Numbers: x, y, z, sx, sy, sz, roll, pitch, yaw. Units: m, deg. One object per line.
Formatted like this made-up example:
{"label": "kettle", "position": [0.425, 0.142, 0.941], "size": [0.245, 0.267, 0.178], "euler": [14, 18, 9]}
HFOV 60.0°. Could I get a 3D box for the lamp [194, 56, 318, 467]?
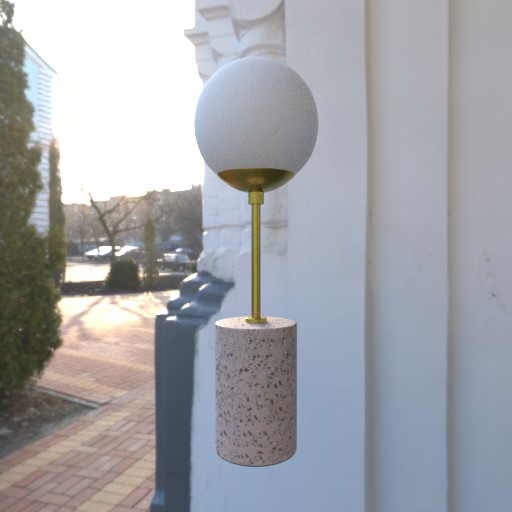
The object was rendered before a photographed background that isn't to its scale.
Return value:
{"label": "lamp", "position": [0.000, 0.000, 0.553], "size": [0.153, 0.480, 0.153], "euler": [0, 1, 0]}
